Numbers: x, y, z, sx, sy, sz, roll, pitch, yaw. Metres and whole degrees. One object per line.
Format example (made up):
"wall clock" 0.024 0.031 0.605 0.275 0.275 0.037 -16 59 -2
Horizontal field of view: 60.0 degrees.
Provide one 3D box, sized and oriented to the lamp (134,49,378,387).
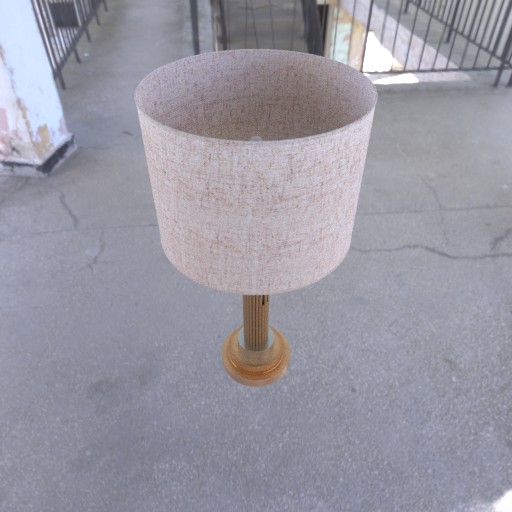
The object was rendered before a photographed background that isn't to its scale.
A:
"lamp" 0.000 0.000 0.799 0.321 0.610 0.321 10 42 11
